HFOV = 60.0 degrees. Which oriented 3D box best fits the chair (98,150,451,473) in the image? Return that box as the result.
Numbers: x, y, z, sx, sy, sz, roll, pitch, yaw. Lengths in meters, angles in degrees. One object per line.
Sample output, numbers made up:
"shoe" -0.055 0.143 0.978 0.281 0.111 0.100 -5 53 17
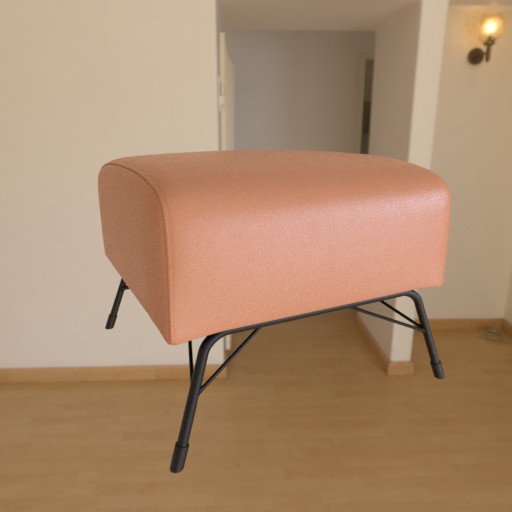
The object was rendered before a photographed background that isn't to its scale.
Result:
"chair" 0.000 0.000 0.883 0.530 0.410 0.530 -8 17 -26
